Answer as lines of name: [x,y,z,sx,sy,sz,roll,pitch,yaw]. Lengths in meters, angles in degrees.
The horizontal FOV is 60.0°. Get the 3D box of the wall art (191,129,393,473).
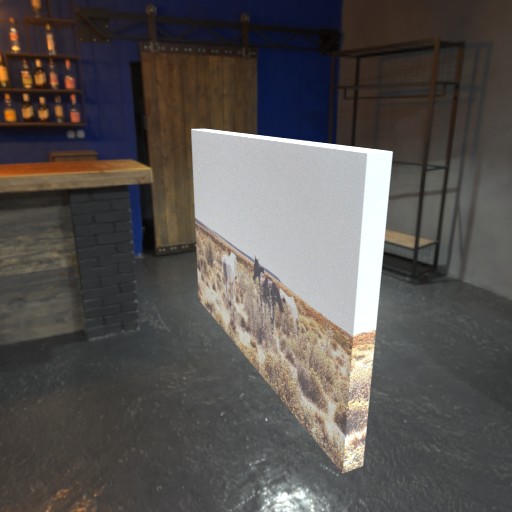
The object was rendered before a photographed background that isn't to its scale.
wall art: [0.000,0.000,1.169,0.050,0.610,0.914,-8,20,-23]
